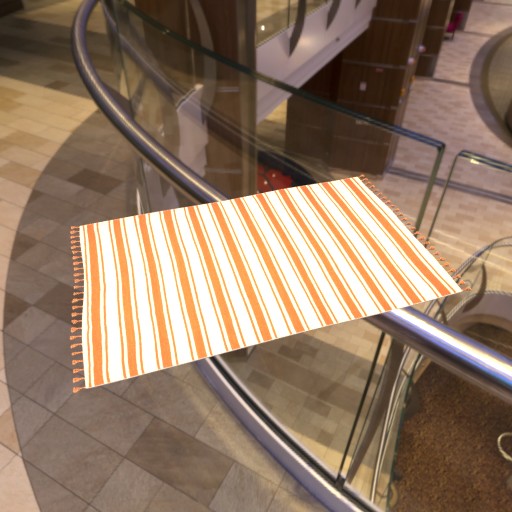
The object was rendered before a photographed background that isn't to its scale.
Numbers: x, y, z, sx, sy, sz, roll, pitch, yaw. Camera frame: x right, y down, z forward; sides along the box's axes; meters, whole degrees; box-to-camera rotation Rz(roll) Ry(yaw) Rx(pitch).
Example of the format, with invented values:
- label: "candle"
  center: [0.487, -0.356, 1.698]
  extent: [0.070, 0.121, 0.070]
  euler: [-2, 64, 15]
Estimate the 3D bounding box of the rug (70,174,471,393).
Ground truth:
- label: "rug"
  center: [0.000, 0.000, 2.609]
  extent: [2.092, 0.017, 1.232]
  euler: [-12, 43, -13]
